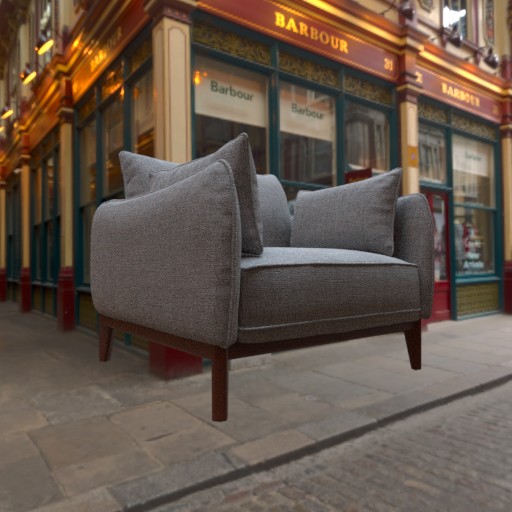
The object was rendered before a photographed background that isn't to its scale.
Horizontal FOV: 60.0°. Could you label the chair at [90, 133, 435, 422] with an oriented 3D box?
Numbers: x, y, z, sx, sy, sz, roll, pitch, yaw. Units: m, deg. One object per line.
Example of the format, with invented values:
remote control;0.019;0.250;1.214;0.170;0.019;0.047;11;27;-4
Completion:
chair;0.000;0.000;1.693;0.993;0.839;0.976;1;-1;-38
